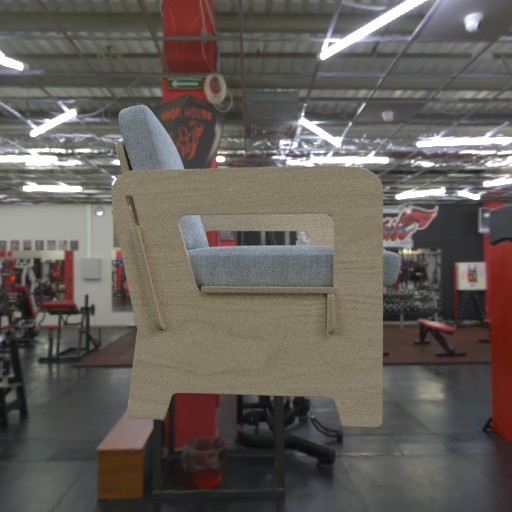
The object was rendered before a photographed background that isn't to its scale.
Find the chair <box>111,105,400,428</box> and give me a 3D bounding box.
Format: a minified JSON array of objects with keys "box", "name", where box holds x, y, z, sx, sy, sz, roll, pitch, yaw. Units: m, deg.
[{"box":[0.000,0.000,1.301,0.710,0.800,0.590,0,-1,1],"name":"chair"}]
